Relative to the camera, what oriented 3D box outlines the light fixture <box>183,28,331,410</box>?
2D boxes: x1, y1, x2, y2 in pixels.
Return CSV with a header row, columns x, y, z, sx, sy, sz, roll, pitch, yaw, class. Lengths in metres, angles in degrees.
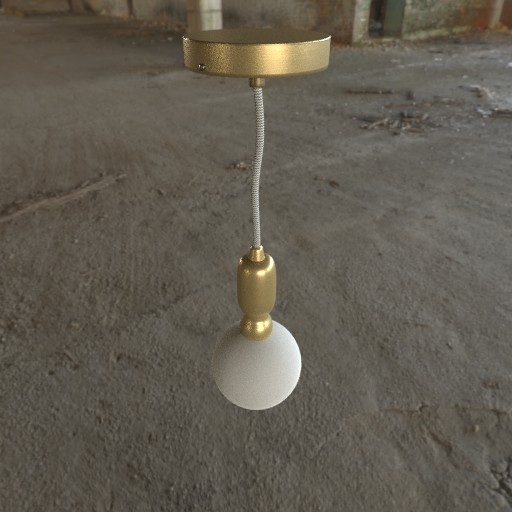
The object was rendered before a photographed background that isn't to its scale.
x,y,z,sx,sy,sz,roll,pitch,yaw,class
0.000,0.000,0.568,0.147,0.510,0.146,-22,38,-31,light fixture
